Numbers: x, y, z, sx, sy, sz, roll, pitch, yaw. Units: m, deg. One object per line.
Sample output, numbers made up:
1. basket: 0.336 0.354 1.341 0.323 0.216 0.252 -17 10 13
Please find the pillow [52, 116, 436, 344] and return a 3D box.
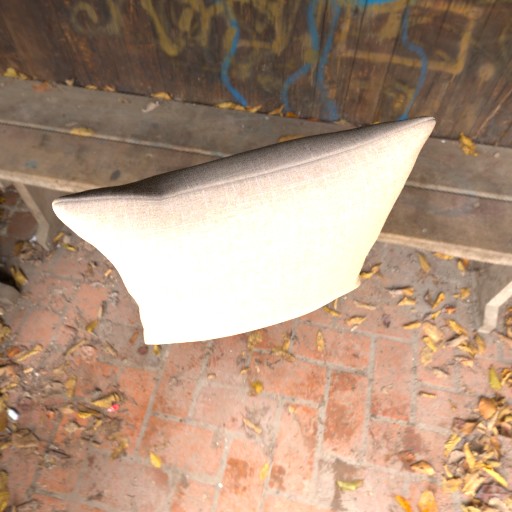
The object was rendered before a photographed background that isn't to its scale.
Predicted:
1. pillow: 0.000 0.000 0.627 0.414 0.399 0.173 -15 60 -8
